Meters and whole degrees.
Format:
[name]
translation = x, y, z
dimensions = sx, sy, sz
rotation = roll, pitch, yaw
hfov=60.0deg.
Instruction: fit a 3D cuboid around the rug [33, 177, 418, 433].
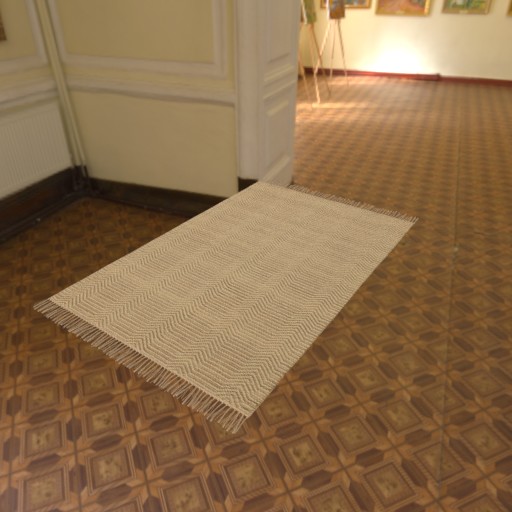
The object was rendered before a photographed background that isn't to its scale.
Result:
[rug]
translation = 0.000, 0.000, 2.526
dimensions = 1.224, 0.027, 2.021
rotation = 20, 37, 29
